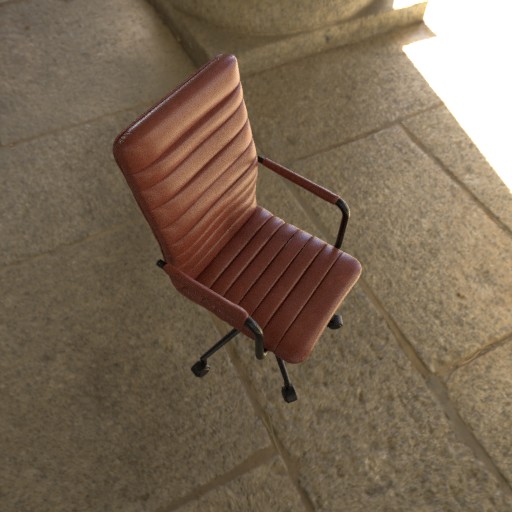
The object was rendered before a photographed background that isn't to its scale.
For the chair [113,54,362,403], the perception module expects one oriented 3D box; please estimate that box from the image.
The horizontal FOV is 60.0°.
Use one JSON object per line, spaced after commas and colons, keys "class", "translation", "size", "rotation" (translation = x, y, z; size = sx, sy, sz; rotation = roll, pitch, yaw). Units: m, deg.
{"class": "chair", "translation": [0.000, 0.000, 1.335], "size": [0.580, 0.979, 0.608], "rotation": [30, 62, 18]}
